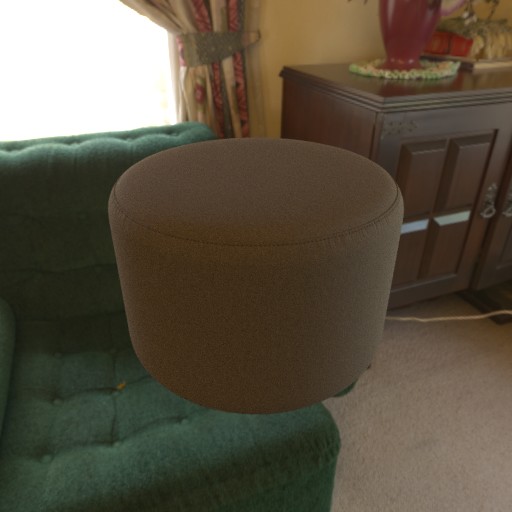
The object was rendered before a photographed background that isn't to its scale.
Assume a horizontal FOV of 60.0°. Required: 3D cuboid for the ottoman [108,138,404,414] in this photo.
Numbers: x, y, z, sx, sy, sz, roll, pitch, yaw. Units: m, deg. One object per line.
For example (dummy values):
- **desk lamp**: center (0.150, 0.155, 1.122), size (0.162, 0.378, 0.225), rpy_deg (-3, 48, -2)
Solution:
- **ottoman**: center (0.000, 0.000, 1.021), size (0.608, 0.433, 0.608), rpy_deg (0, 30, 0)
